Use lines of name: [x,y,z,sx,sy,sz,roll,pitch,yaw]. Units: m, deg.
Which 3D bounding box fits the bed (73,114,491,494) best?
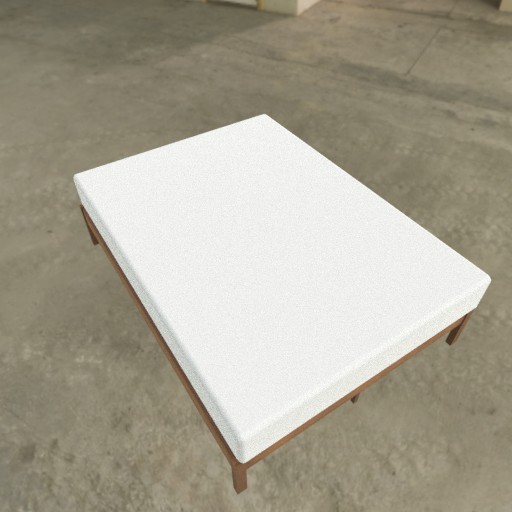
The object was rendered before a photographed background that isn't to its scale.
bed: [0.000,0.000,2.733,1.529,0.593,2.050,-25,50,-23]
